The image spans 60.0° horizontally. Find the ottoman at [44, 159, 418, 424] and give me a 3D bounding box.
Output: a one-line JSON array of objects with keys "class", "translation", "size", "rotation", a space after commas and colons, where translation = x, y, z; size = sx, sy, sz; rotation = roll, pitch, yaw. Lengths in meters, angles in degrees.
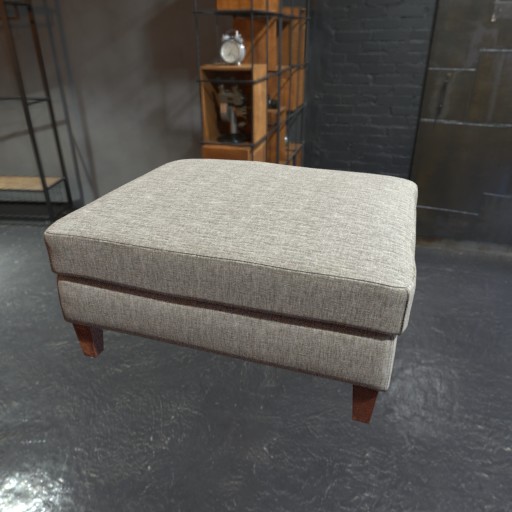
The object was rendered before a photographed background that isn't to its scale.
[{"class": "ottoman", "translation": [0.000, 0.000, 1.508], "size": [0.994, 0.492, 0.839], "rotation": [8, 28, 16]}]
